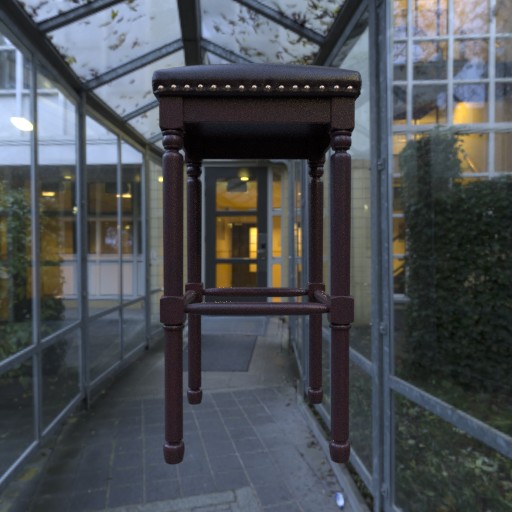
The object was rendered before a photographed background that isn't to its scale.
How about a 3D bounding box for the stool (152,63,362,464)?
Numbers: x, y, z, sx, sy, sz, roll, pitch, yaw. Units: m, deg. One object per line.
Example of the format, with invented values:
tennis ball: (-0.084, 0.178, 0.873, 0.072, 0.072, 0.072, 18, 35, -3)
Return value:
stool: (0.000, 0.000, 0.991, 0.383, 0.768, 0.382, 0, 1, -1)
